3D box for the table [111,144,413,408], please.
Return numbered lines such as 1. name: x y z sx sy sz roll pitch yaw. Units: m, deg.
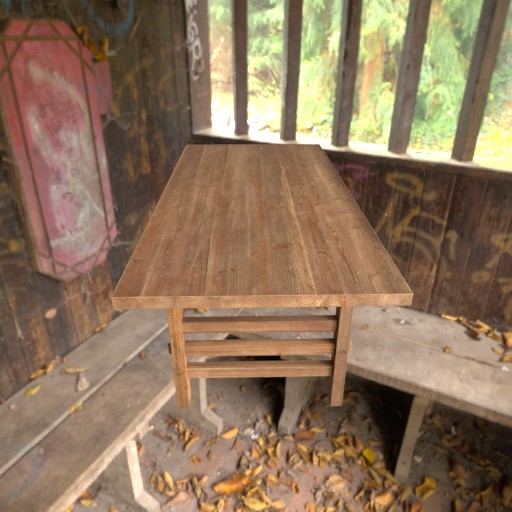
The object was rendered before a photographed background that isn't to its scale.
1. table: 0.000 0.000 2.453 0.952 0.760 2.003 -1 27 -1
